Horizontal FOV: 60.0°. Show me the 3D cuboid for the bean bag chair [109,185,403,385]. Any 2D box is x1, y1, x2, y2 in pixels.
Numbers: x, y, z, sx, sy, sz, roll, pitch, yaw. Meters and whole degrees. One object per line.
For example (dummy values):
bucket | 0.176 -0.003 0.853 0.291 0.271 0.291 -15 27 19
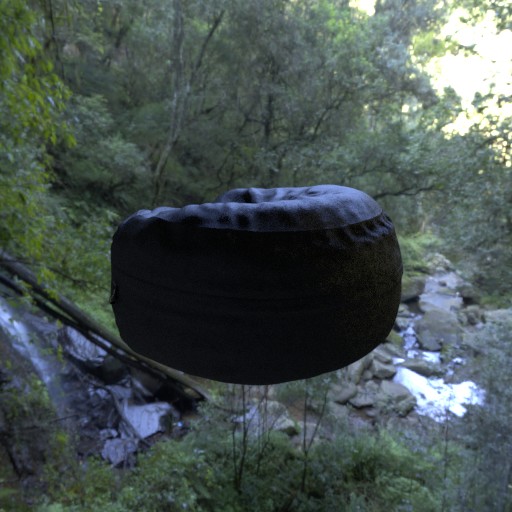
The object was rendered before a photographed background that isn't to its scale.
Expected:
bean bag chair | 0.000 0.000 2.395 1.525 0.751 1.525 0 15 0
